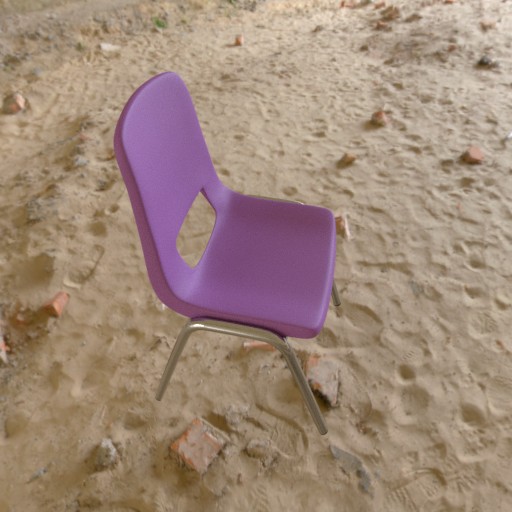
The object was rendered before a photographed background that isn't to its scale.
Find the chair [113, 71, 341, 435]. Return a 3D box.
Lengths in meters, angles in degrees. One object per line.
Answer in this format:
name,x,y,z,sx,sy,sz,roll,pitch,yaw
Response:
chair,0.000,0.000,0.676,0.301,0.493,0.291,9,46,9
